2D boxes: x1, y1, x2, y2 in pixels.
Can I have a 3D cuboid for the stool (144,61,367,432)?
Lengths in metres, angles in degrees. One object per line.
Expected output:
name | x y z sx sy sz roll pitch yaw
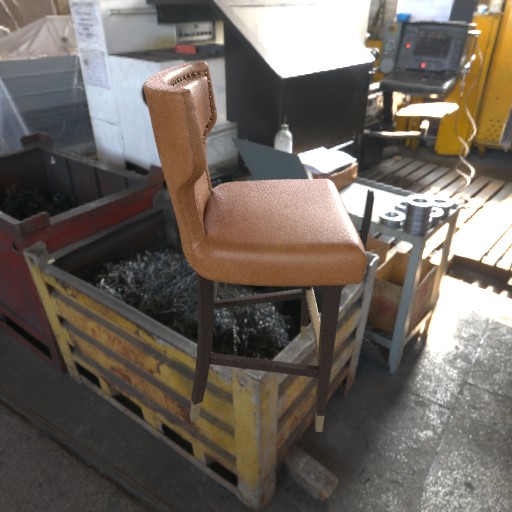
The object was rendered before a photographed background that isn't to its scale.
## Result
stool | 0.000 0.000 1.412 0.563 1.092 0.526 -1 31 -1
